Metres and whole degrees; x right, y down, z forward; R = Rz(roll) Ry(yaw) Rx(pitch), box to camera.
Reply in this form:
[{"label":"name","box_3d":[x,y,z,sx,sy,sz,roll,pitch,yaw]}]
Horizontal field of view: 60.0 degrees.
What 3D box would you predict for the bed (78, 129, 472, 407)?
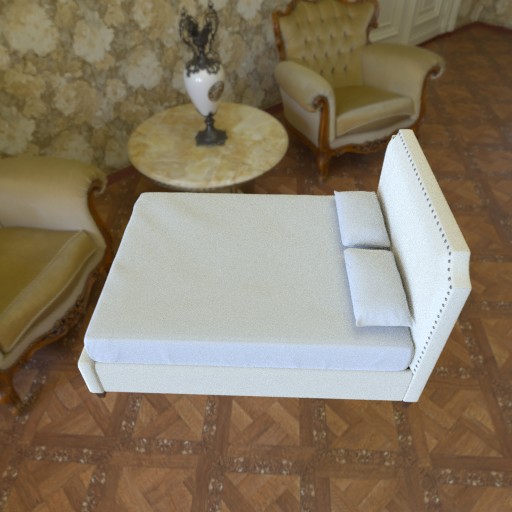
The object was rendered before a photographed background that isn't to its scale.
[{"label":"bed","box_3d":[0.000,0.000,3.363,2.329,1.415,1.703,1,43,1]}]
